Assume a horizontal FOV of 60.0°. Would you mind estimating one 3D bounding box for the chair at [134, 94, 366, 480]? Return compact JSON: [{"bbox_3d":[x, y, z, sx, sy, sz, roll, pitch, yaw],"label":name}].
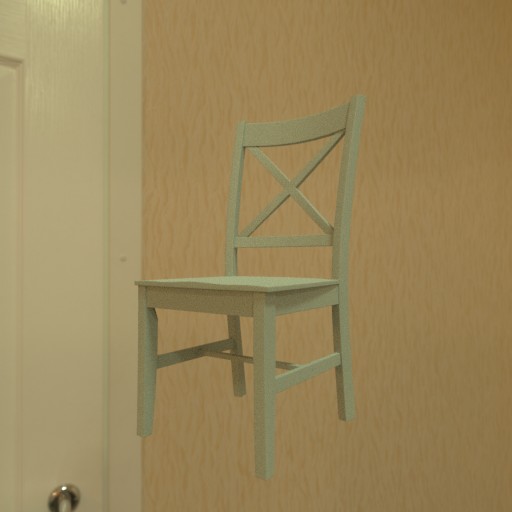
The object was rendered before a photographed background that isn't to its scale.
[{"bbox_3d":[0.000,0.000,1.304,0.485,0.983,0.542,0,0,36],"label":"chair"}]
